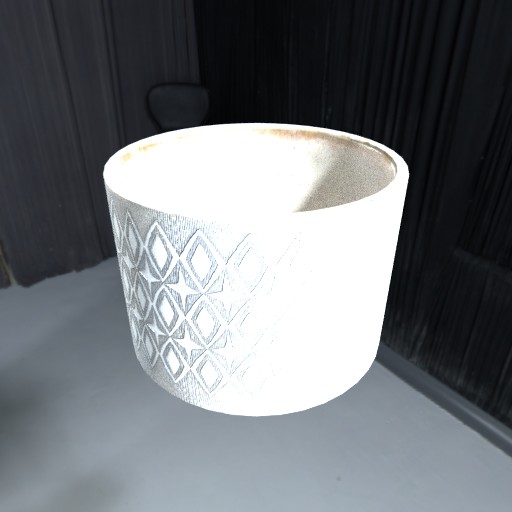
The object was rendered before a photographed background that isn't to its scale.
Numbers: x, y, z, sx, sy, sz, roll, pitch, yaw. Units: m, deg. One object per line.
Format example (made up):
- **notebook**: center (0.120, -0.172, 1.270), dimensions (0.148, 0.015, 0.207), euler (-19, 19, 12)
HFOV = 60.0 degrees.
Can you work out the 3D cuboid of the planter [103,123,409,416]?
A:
- **planter**: center (0.000, 0.000, 0.317), dimensions (0.186, 0.144, 0.186), euler (0, 30, 0)
